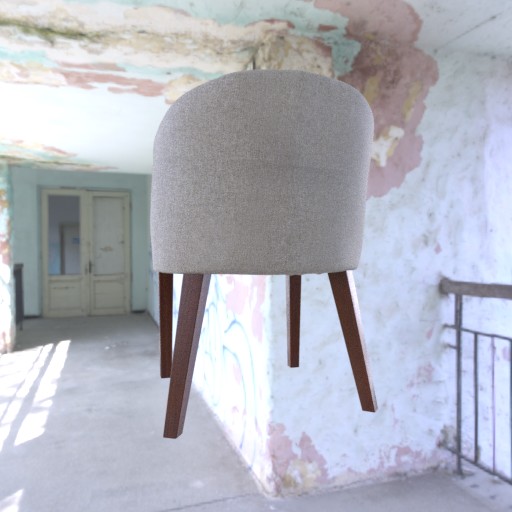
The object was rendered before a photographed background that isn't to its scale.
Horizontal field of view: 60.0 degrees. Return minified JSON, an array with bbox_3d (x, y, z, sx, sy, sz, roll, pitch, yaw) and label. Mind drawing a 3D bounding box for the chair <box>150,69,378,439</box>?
[{"bbox_3d":[0.000,0.000,1.251,0.583,0.811,0.655,0,1,-17],"label":"chair"}]
